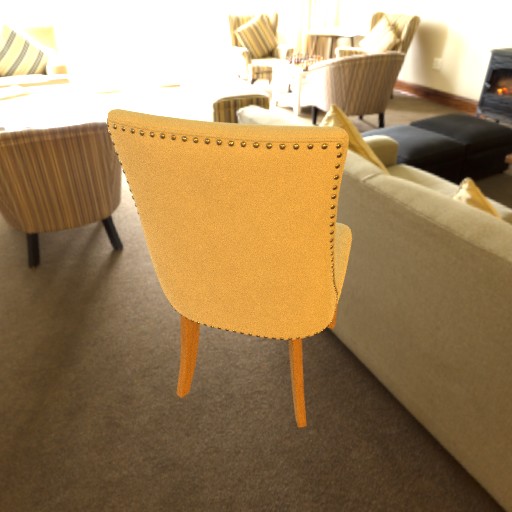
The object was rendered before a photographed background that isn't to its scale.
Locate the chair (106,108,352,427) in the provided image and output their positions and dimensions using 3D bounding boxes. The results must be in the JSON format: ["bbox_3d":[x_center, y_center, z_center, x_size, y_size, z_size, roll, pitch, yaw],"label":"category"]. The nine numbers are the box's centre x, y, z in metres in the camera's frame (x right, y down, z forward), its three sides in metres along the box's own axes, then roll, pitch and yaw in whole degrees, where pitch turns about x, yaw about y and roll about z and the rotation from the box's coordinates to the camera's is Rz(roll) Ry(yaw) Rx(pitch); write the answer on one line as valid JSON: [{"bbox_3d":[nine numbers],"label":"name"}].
[{"bbox_3d":[0.000,0.000,1.251,0.495,0.902,0.610,9,34,14],"label":"chair"}]
